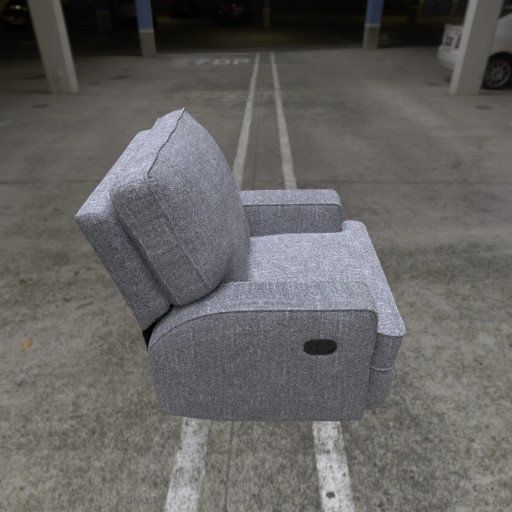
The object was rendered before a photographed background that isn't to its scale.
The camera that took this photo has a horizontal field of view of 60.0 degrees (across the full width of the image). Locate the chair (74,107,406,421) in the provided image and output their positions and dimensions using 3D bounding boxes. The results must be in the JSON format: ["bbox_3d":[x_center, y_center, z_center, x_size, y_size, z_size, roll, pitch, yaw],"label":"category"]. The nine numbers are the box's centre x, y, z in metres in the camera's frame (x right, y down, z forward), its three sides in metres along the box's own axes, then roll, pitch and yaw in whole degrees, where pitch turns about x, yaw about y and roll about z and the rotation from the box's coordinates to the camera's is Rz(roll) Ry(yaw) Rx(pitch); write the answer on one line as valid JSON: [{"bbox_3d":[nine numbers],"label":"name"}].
[{"bbox_3d":[0.000,0.000,1.674,0.964,0.962,0.861,0,33,1],"label":"chair"}]
